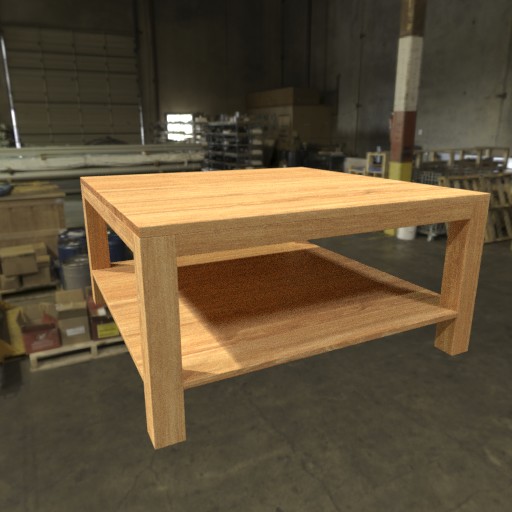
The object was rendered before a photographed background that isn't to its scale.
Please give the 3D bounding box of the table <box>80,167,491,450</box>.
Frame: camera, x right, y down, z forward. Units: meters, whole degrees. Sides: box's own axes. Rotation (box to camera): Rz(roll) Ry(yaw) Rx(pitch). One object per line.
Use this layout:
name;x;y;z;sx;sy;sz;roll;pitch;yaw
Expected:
table;0.000;0.000;1.394;0.900;0.450;0.900;-8;18;-26
